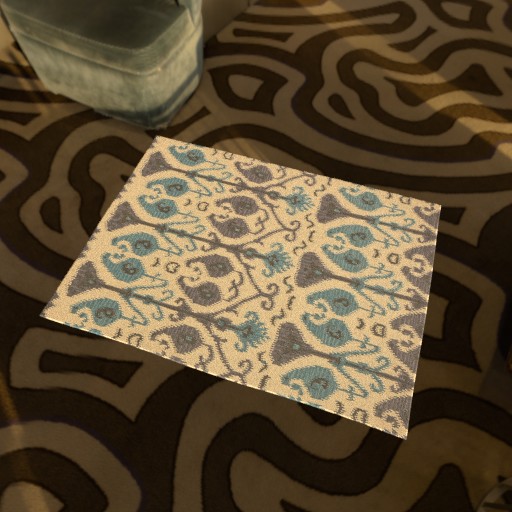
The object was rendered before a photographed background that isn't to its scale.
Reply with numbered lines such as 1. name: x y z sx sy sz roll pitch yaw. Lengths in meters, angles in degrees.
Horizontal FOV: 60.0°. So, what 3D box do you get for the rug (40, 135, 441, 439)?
1. rug: 0.000 0.000 2.964 2.261 0.013 1.676 16 59 10
